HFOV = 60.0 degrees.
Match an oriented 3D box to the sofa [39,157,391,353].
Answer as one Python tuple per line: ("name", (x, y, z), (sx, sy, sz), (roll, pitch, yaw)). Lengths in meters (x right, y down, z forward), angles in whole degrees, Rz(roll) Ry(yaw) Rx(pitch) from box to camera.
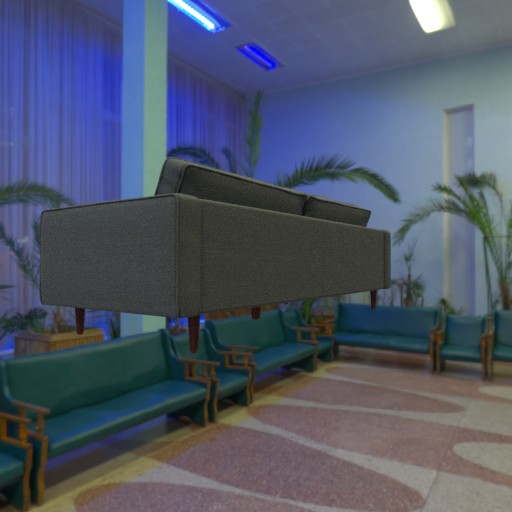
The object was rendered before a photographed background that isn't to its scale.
("sofa", (0.000, 0.000, 2.654), (0.914, 0.762, 2.198), (-1, -1, 35))
